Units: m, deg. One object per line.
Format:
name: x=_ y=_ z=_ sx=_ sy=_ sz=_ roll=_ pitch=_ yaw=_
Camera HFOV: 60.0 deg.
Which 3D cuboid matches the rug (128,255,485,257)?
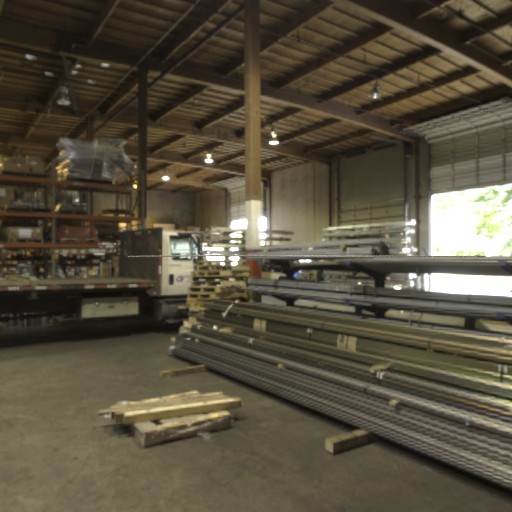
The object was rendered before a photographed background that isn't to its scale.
rug: x=0.000 y=0.000 z=2.666 sx=0.741 sy=0.014 sz=2.390 roll=0 pitch=0 yaw=-36
